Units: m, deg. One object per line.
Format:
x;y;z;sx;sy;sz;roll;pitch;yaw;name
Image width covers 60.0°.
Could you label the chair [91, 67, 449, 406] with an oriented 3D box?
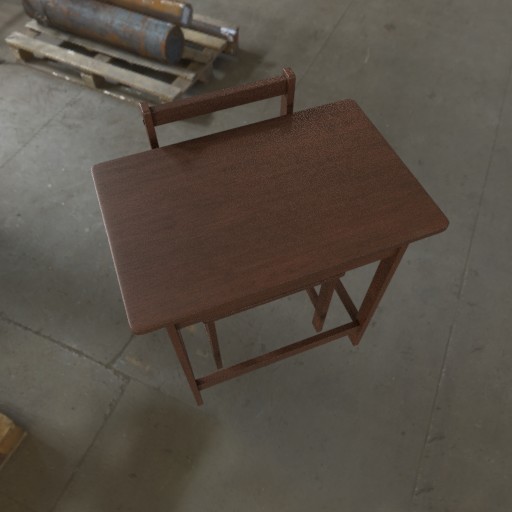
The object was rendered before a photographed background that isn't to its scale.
0.000;0.000;1.100;0.599;0.673;0.463;-18;59;-11;chair
